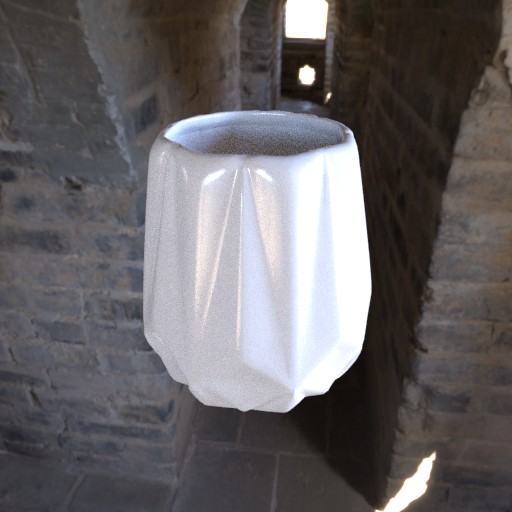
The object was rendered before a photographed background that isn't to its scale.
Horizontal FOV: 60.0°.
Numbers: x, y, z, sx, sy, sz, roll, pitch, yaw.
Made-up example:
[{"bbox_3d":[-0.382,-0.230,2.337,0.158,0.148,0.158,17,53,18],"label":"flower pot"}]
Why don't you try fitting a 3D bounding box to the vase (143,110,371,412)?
[{"bbox_3d":[0.000,0.000,0.267,0.141,0.152,0.141,0,30,0],"label":"vase"}]
